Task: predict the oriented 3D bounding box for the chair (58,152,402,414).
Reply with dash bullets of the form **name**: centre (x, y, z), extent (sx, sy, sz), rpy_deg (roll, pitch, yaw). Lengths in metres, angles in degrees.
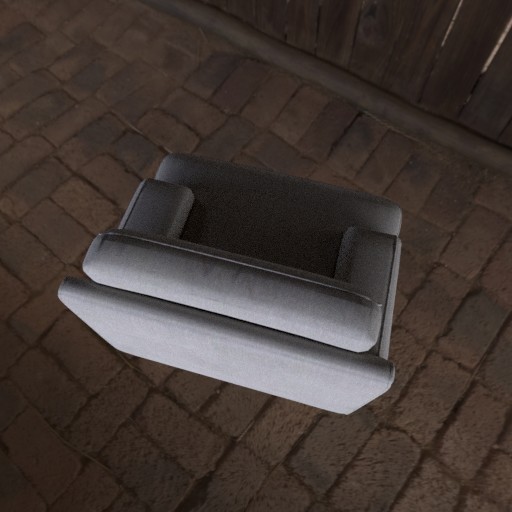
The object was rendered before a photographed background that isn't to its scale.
- **chair**: centre (0.000, 0.000, 2.028), extent (1.270, 0.974, 1.043), rpy_deg (14, 65, 7)
